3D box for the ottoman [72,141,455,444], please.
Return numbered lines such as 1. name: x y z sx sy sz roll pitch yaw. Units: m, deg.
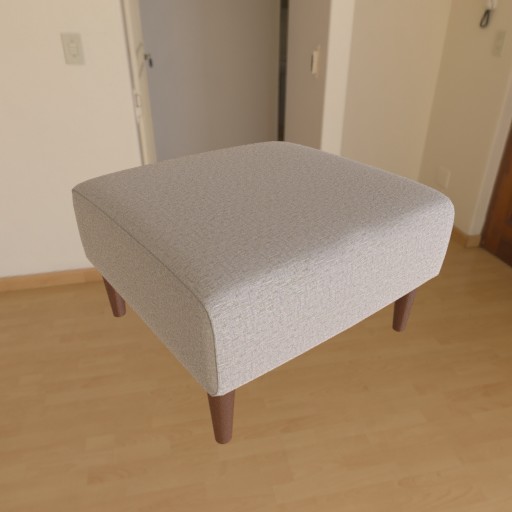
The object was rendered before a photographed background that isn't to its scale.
1. ottoman: 0.000 0.000 1.089 0.655 0.399 0.648 -21 35 -32
